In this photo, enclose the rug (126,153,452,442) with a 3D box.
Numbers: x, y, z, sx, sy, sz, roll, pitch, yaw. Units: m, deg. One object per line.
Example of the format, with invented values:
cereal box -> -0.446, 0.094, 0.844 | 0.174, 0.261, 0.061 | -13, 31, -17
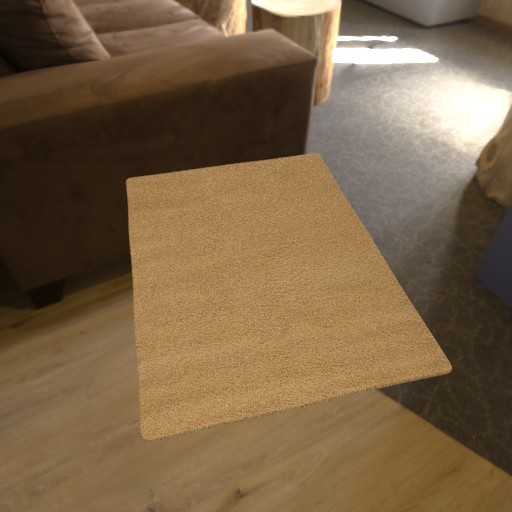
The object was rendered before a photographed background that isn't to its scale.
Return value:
rug -> 0.000, 0.000, 2.179 | 1.199, 0.025, 1.600 | -10, 46, -10
